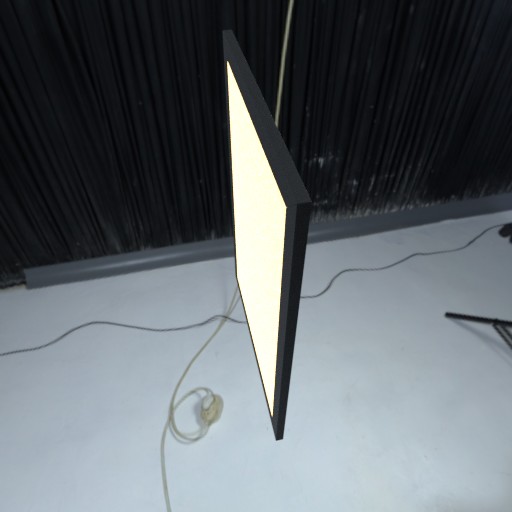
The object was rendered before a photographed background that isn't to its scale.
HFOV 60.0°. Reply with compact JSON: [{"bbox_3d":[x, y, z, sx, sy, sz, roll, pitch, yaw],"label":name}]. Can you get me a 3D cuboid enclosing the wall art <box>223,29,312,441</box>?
[{"bbox_3d":[0.000,0.000,0.595,0.011,0.459,0.326,-9,48,-8],"label":"wall art"}]
